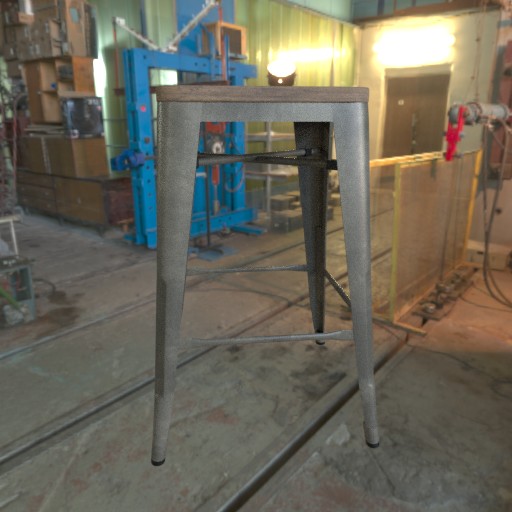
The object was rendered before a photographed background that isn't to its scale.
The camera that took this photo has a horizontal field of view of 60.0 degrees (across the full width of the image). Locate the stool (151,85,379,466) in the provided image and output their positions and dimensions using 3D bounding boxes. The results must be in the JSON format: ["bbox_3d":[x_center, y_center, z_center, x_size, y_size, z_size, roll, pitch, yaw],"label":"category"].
[{"bbox_3d":[0.000,0.000,0.875,0.407,0.607,0.407,-2,17,-6],"label":"stool"}]
